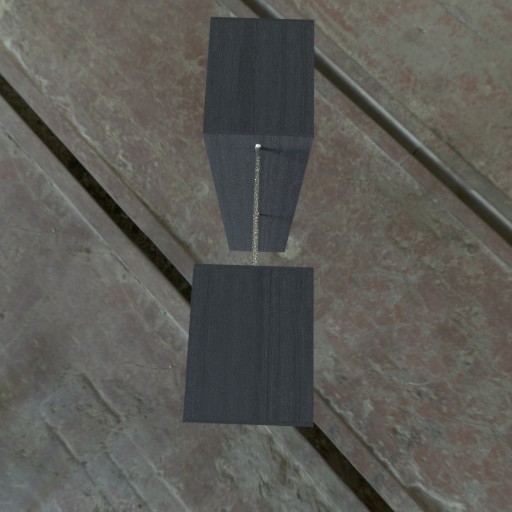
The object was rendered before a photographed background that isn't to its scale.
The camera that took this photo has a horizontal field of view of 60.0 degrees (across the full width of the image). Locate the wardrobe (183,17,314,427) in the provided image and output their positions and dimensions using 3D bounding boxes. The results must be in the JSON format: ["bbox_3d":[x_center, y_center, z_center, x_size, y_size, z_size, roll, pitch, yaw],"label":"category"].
[{"bbox_3d":[0.000,0.000,2.807,0.480,2.000,1.770,2,76,0],"label":"wardrobe"}]
